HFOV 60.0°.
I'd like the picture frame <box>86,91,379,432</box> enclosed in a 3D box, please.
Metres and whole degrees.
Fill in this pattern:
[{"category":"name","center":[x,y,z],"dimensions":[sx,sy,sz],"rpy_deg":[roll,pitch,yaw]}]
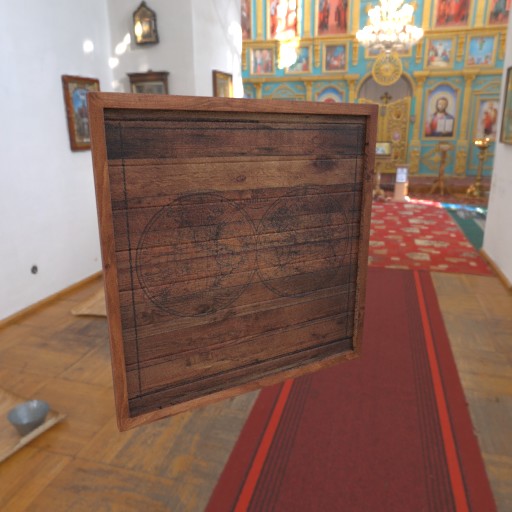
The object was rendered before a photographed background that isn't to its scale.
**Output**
[{"category":"picture frame","center":[0.000,0.000,1.222],"dimensions":[0.810,0.817,0.029],"rpy_deg":[-8,17,-28]}]
